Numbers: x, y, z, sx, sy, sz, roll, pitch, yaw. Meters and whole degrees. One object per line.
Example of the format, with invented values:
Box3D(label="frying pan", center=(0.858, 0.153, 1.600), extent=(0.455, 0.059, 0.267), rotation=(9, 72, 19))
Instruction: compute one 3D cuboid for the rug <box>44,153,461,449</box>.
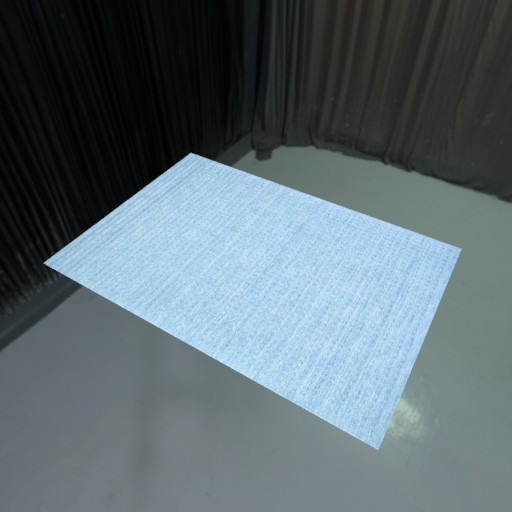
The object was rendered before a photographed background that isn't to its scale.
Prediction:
Box3D(label="rug", center=(0.000, 0.000, 3.720), extent=(2.895, 0.006, 1.982), rotation=(23, 49, 22))
